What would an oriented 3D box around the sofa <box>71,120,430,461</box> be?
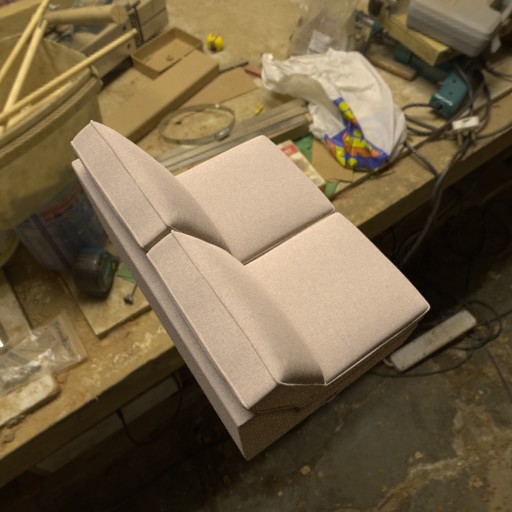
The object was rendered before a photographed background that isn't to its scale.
[{"bbox_3d":[0.000,0.000,1.918,0.951,1.008,1.237,-31,63,-17],"label":"sofa"}]
